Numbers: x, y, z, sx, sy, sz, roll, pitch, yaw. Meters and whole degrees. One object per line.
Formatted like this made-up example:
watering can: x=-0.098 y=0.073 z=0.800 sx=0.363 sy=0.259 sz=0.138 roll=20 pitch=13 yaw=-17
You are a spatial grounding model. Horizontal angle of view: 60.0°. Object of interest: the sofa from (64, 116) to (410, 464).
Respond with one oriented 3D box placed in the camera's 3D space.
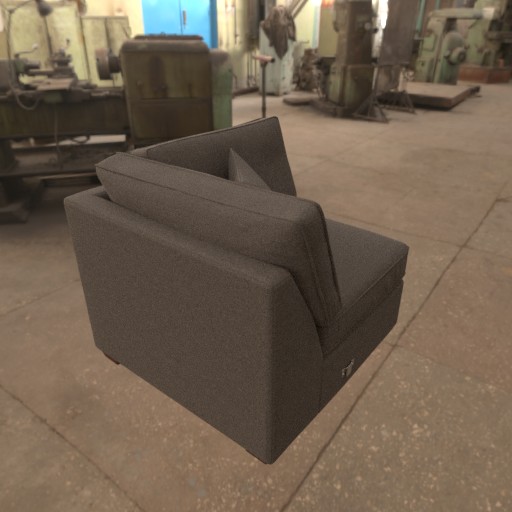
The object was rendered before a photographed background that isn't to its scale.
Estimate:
sofa: x=0.000 y=0.000 z=2.012 sx=1.084 sy=1.002 sz=1.146 roll=21 pitch=35 yaw=33
